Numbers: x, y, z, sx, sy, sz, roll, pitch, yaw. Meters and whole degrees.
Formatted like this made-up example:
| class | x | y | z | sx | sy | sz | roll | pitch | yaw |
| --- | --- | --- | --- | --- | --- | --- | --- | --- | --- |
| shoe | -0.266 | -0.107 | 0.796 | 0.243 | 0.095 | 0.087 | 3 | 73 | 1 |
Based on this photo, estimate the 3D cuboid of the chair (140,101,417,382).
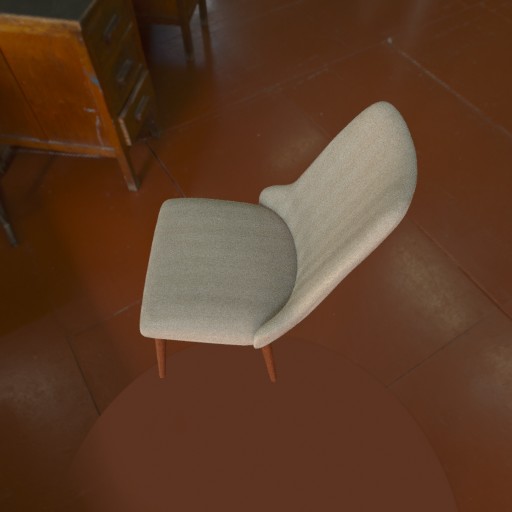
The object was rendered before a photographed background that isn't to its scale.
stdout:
| class | x | y | z | sx | sy | sz | roll | pitch | yaw |
| --- | --- | --- | --- | --- | --- | --- | --- | --- | --- |
| chair | 0.000 | 0.000 | 1.336 | 0.684 | 0.917 | 0.526 | 2 | 58 | 1 |
